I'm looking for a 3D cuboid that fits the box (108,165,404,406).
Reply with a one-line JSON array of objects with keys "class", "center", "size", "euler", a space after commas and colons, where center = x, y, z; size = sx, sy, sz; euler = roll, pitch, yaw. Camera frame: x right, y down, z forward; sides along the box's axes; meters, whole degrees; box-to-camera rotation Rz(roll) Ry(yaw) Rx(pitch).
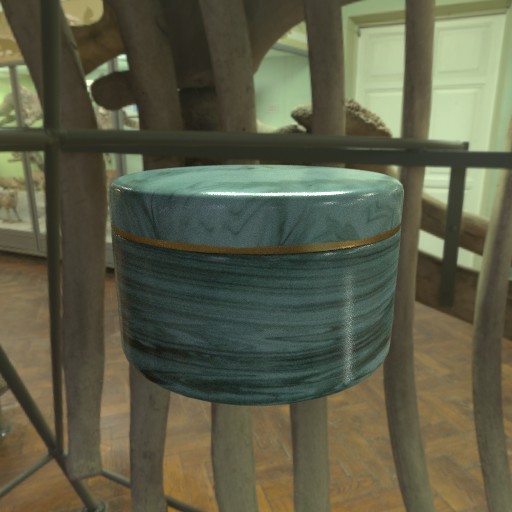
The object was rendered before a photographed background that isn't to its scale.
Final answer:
[{"class": "box", "center": [0.000, 0.000, 0.166], "size": [0.101, 0.063, 0.101], "euler": [0, 16, 0]}]
